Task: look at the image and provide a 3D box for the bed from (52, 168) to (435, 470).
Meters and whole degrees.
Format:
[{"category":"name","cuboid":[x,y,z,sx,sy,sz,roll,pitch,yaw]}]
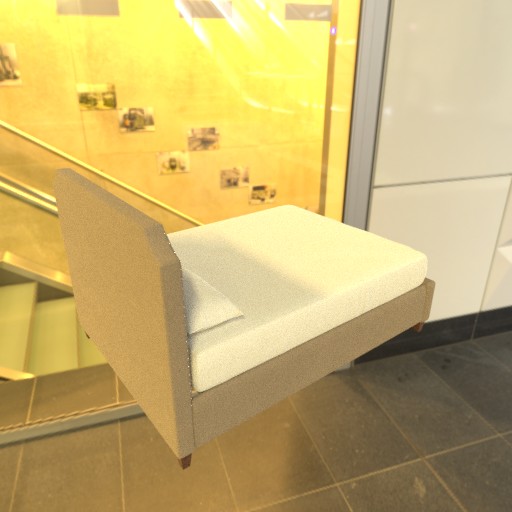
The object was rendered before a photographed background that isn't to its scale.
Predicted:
[{"category":"bed","cuboid":[0.000,0.000,3.395,2.329,1.415,1.703,-18,30,-34]}]
